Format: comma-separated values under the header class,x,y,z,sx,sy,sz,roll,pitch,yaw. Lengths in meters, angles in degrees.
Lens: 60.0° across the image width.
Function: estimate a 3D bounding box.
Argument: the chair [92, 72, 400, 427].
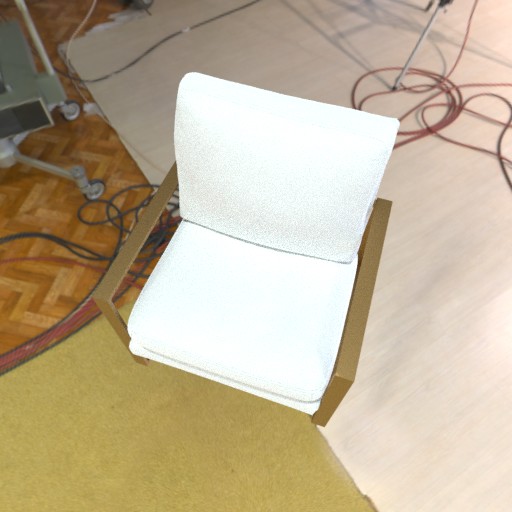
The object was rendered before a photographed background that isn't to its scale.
class,x,y,z,sx,sy,sz,roll,pitch,yaw
chair,0.000,0.000,1.539,0.805,0.966,0.813,16,60,10
